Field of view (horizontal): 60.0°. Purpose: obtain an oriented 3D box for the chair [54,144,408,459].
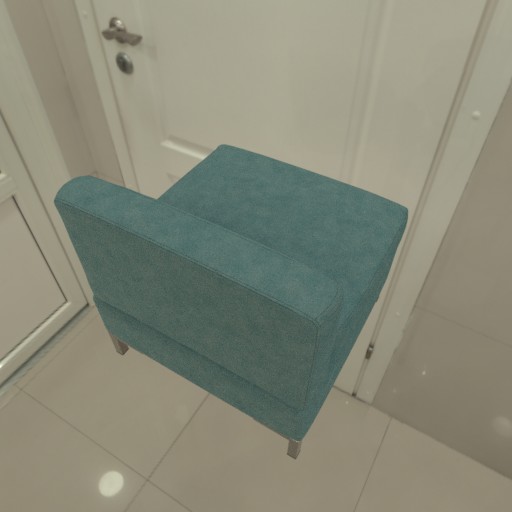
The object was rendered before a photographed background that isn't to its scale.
[{"bbox_3d":[0.000,0.000,1.269,0.684,0.660,0.685,24,51,20],"label":"chair"}]
